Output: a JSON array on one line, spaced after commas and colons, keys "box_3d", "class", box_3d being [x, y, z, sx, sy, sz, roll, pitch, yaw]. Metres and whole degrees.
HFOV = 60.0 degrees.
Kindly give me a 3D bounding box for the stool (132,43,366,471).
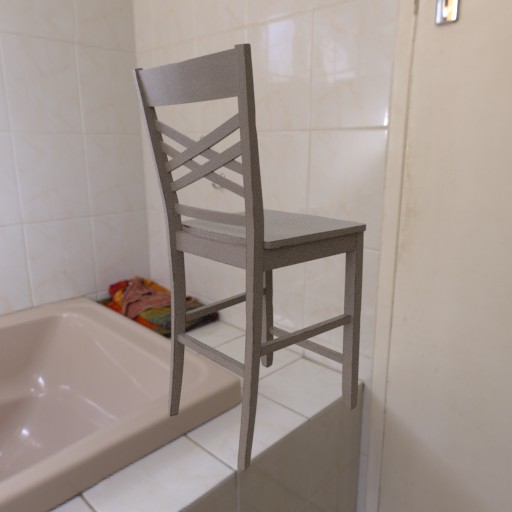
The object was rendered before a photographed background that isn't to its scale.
[{"box_3d": [0.000, 0.000, 1.371, 0.539, 1.079, 0.462, -13, 19, -42], "class": "stool"}]
